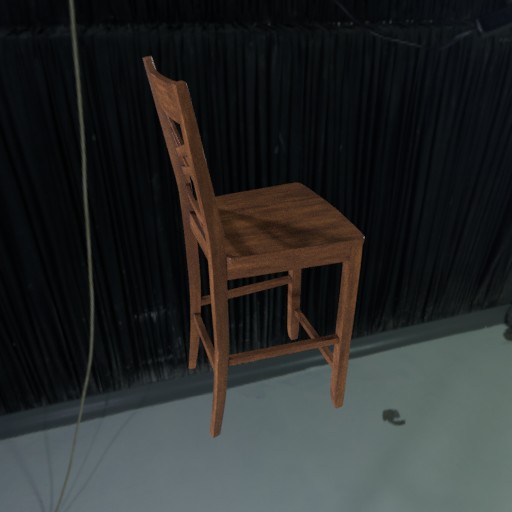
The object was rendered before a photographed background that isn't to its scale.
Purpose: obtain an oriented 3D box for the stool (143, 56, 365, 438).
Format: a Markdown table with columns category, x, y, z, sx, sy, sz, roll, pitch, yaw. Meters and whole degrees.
| category | x | y | z | sx | sy | sz | roll | pitch | yaw |
| --- | --- | --- | --- | --- | --- | --- | --- | --- | --- |
| stool | 0.000 | 0.000 | 1.356 | 0.504 | 1.098 | 0.426 | -11 | 33 | -17 |
